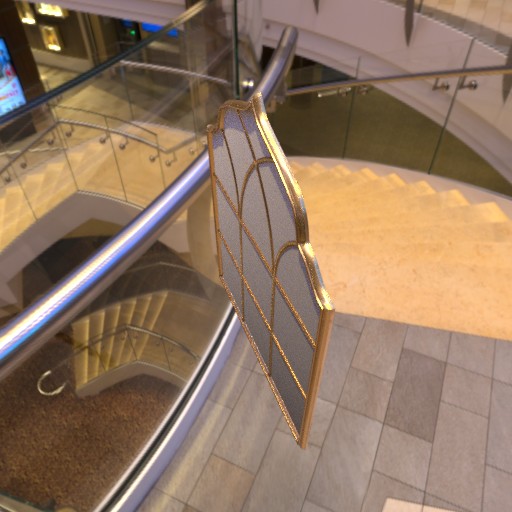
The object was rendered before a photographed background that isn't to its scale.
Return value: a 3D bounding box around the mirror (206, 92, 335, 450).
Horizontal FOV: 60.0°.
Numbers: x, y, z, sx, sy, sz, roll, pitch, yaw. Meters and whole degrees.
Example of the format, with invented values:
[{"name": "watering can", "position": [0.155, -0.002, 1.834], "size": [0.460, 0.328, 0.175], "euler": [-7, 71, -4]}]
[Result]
[{"name": "mirror", "position": [0.000, 0.000, 0.835], "size": [0.018, 0.635, 0.513], "euler": [-16, 48, -15]}]
